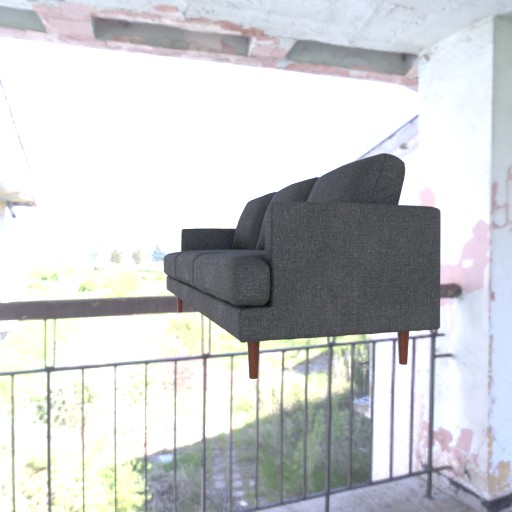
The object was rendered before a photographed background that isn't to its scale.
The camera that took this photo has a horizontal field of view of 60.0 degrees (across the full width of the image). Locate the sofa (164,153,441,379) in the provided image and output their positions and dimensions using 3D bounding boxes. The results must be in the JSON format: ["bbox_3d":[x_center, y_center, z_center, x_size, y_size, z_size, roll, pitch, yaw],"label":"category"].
[{"bbox_3d":[0.000,0.000,2.747,0.903,0.930,2.246,0,1,-18],"label":"sofa"}]
